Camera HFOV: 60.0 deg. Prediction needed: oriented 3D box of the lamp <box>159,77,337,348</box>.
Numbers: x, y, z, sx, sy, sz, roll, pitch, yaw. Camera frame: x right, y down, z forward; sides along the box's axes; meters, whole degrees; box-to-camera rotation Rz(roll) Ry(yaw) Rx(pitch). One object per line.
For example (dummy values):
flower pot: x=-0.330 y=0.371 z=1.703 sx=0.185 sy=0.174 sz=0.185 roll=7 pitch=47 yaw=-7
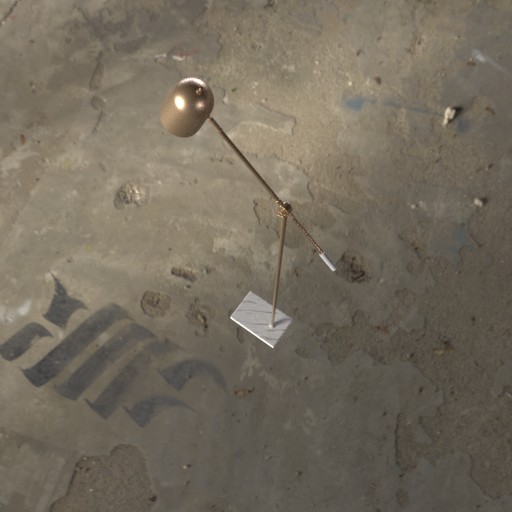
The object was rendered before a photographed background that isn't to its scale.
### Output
lamp: x=0.000 y=0.000 z=1.810 sx=0.653 sy=1.594 sz=0.194 roll=33 pitch=69 yaw=14
